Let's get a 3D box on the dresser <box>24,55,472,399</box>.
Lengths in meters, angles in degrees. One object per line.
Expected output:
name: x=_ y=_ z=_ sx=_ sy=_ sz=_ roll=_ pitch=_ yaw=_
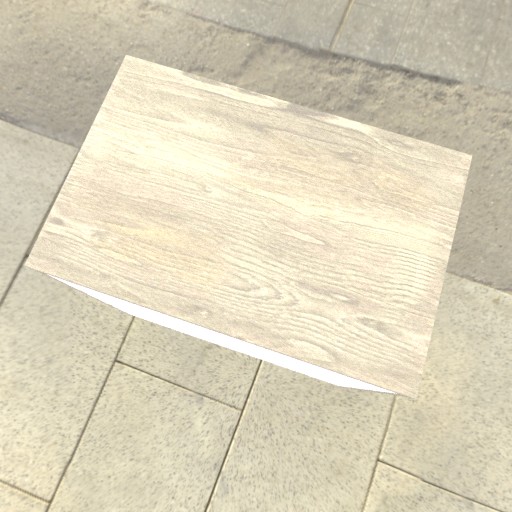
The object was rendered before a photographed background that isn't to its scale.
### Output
dresser: x=0.000 y=0.000 z=1.294 sx=0.809 sy=0.762 sz=0.529 roll=18 pitch=76 yaw=5
